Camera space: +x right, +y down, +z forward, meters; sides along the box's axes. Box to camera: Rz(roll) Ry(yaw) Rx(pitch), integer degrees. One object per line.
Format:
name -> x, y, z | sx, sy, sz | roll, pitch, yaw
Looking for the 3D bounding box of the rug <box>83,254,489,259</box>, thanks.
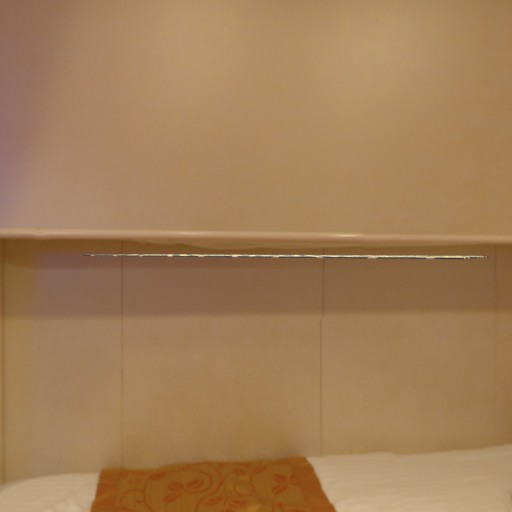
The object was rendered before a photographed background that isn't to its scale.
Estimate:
rug -> 0.000, 0.000, 2.537 | 2.296, 0.006, 0.685 | 0, 1, 35
